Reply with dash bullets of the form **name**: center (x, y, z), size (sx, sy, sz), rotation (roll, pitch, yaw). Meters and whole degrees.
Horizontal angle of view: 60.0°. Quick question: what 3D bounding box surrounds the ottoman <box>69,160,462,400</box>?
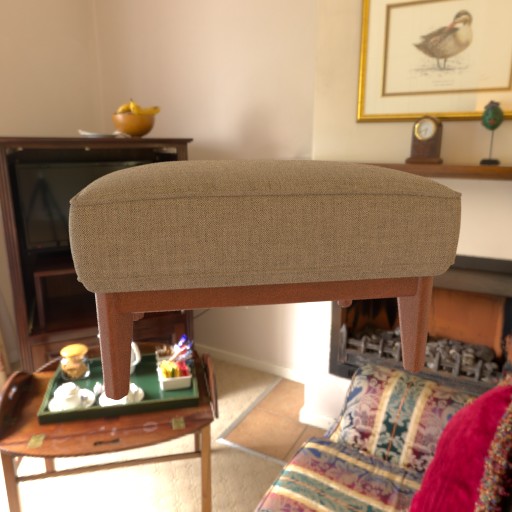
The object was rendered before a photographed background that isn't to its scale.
- **ottoman**: center (0.000, 0.000, 1.092), size (0.750, 0.458, 0.555), rotation (-2, 14, -10)
